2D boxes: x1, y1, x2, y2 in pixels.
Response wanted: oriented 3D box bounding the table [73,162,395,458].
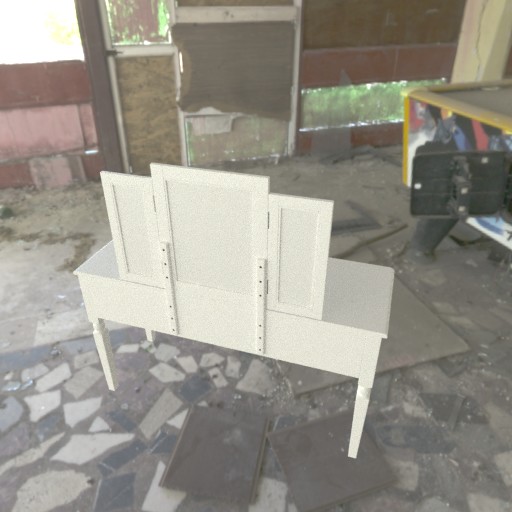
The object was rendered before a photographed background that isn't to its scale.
[{"bbox_3d":[0.000,0.000,2.298,1.369,1.310,1.115,10,33,15],"label":"table"}]
